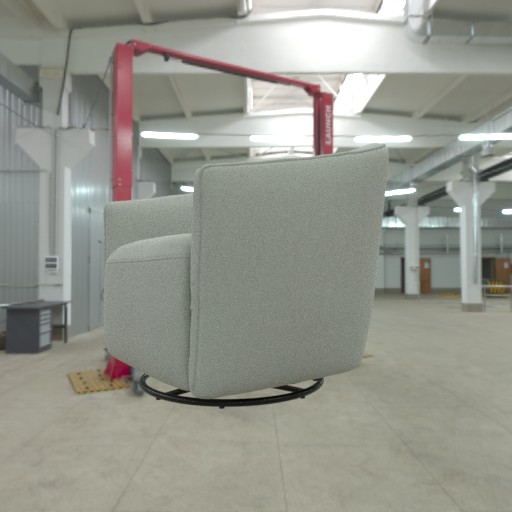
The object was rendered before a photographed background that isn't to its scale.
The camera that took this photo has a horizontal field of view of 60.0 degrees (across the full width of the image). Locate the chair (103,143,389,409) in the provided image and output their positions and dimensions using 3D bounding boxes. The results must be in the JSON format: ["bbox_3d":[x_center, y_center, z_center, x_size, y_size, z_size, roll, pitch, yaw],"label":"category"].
[{"bbox_3d":[0.000,0.000,1.478,0.875,0.799,0.747,1,-2,-35],"label":"chair"}]
